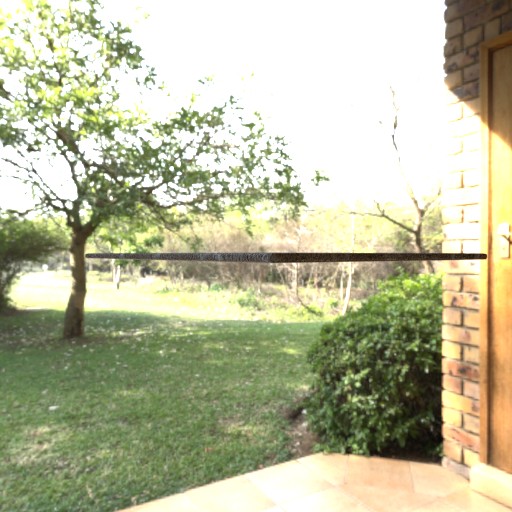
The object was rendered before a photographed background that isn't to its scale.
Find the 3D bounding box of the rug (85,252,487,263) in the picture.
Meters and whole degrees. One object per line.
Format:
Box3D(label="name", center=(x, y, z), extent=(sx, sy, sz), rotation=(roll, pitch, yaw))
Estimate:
Box3D(label="rug", center=(0.000, 0.000, 2.288), extent=(1.219, 0.030, 1.778), rotation=(0, 0, -37))
